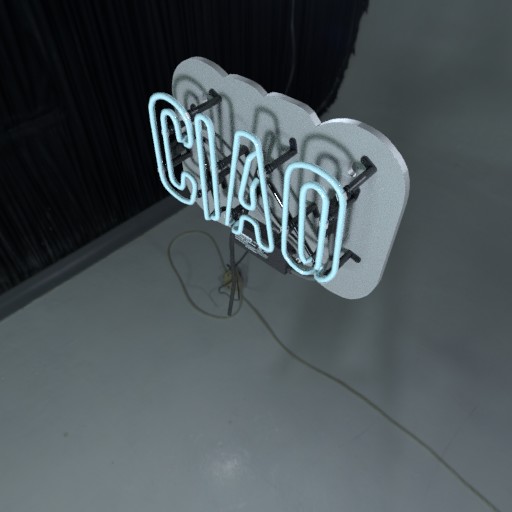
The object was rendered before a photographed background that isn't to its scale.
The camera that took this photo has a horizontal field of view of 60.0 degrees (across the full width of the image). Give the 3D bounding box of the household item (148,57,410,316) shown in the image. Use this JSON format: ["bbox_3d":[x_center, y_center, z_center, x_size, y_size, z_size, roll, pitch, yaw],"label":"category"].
[{"bbox_3d":[0.000,0.000,0.390,0.211,0.294,0.042,33,55,27],"label":"household item"}]
